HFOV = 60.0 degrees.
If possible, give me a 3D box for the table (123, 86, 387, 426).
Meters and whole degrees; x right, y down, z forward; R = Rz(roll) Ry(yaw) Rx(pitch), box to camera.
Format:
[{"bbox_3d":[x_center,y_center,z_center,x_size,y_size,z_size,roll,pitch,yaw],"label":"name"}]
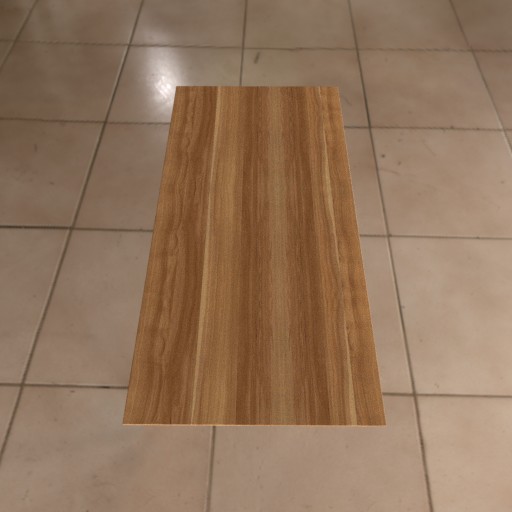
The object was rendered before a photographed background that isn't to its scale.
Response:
[{"bbox_3d":[0.000,0.000,2.535,1.000,0.770,2.000,0,58,0],"label":"table"}]
